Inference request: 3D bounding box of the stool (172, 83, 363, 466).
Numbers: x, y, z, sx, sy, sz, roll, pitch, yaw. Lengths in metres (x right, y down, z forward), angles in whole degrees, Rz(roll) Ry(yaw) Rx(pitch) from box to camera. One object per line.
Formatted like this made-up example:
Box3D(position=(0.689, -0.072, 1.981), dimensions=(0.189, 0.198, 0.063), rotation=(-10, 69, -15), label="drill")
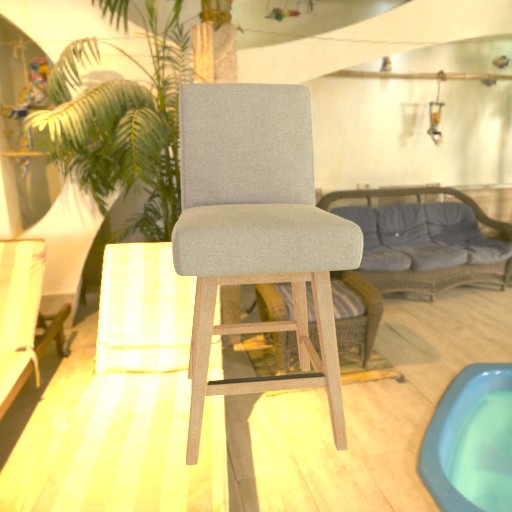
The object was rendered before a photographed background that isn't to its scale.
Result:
Box3D(position=(0.000, 0.000, 1.423), dimensions=(0.507, 1.085, 0.606), rotation=(-2, 16, -7), label="stool")
